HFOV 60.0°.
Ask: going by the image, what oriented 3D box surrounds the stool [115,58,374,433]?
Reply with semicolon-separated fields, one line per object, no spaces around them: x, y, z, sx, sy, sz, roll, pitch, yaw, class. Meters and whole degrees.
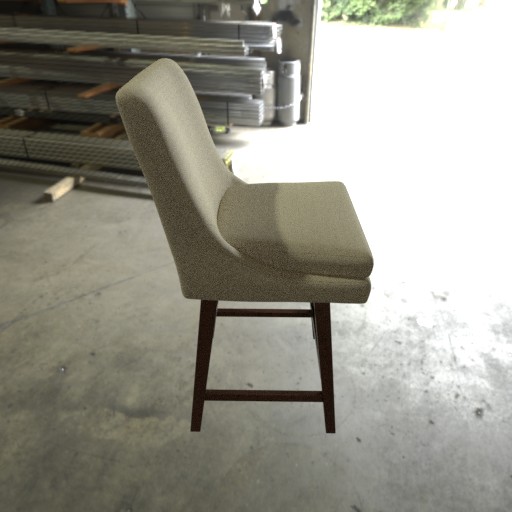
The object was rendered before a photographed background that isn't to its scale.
0.000;0.000;1.267;0.559;0.991;0.483;0;32;1;stool
